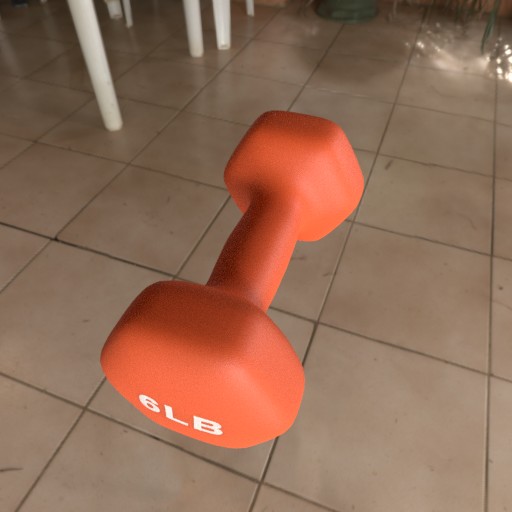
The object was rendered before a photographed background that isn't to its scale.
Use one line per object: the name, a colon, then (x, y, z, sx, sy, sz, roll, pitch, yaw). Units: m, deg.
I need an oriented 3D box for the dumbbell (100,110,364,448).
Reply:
dumbbell: (0.000, 0.000, 0.207, 0.079, 0.071, 0.162, 15, 49, 13)
